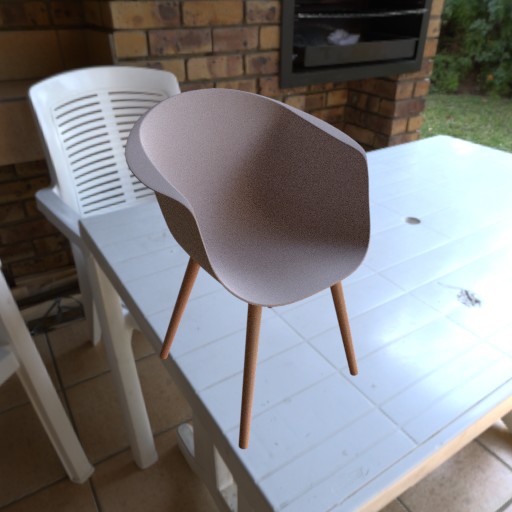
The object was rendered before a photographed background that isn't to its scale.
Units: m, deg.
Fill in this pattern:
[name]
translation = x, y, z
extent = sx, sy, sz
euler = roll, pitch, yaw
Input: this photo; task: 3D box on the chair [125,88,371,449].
[chair]
translation = 0.000, 0.000, 1.192
extent = 0.593, 0.781, 0.504
euler = -21, 37, -32
